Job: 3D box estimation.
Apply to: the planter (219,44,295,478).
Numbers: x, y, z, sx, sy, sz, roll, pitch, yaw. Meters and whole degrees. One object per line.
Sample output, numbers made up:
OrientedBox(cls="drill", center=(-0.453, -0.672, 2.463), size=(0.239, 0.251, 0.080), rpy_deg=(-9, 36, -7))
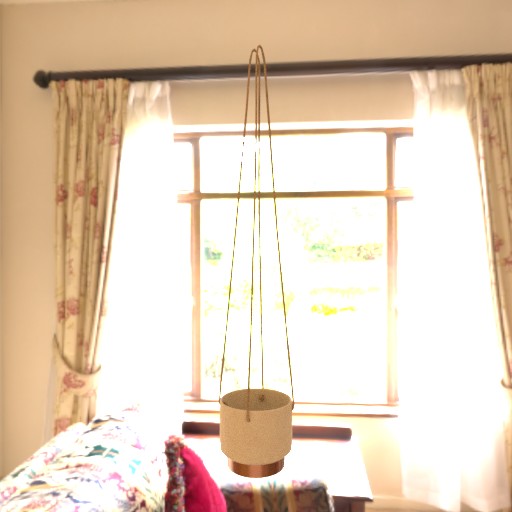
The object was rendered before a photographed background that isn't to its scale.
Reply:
OrientedBox(cls="planter", center=(0.000, 0.000, 0.894), size=(0.146, 0.841, 0.146), rpy_deg=(0, 0, -34))
